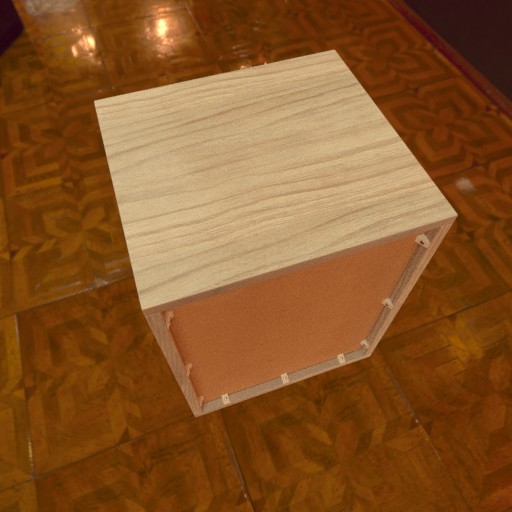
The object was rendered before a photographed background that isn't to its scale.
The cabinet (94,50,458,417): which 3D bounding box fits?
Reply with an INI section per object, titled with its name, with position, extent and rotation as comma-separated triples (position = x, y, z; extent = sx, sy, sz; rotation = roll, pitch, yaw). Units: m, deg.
[cabinet]
position = 0.000, 0.000, 0.877
extent = 0.409, 0.579, 0.401
rotation = -16, 59, -10
